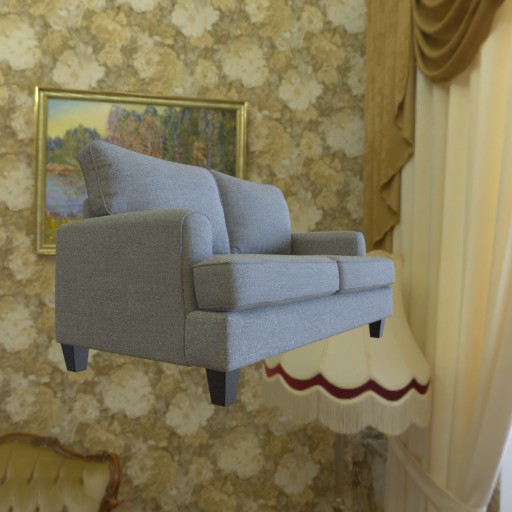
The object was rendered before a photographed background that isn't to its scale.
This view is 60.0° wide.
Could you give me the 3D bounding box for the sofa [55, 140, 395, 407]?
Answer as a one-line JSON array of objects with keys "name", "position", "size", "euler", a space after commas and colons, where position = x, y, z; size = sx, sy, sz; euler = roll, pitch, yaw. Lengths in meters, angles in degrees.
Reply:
[{"name": "sofa", "position": [0.000, 0.000, 2.253], "size": [0.965, 0.965, 1.651], "euler": [0, 0, 34]}]
